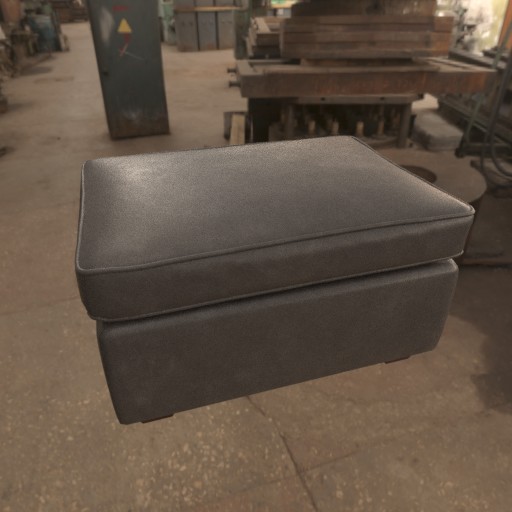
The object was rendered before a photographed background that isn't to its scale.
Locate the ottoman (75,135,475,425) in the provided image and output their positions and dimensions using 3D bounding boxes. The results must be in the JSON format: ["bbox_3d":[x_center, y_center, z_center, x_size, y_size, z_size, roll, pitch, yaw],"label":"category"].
[{"bbox_3d":[0.000,0.000,1.079,0.756,0.445,0.554,-9,32,-15],"label":"ottoman"}]
